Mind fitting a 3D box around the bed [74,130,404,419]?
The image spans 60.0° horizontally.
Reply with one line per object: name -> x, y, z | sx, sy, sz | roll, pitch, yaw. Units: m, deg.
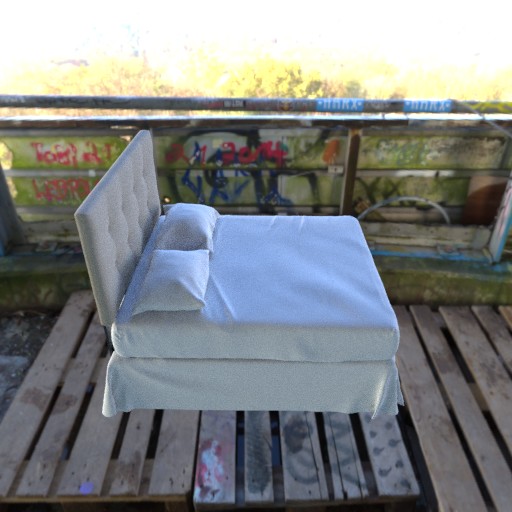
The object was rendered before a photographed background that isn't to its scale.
bed -> 0.000, 0.000, 3.595 | 2.222, 1.577, 1.936 | 1, 32, 1
